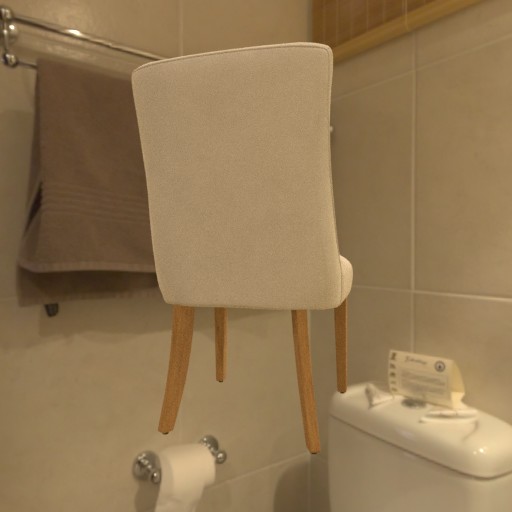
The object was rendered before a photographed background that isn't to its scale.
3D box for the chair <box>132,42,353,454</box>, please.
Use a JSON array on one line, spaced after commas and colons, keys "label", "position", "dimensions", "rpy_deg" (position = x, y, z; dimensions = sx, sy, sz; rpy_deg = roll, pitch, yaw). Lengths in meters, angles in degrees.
[{"label": "chair", "position": [0.000, 0.000, 1.233], "dimensions": [0.495, 0.902, 0.610], "rpy_deg": [0, 1, 17]}]
